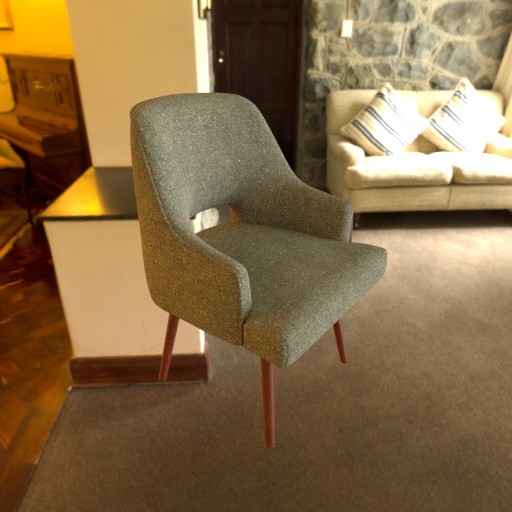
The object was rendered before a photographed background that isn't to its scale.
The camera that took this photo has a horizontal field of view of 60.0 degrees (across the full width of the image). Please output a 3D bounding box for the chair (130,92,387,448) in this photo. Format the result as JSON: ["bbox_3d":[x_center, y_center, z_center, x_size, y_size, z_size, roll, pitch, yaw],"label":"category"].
[{"bbox_3d":[0.000,0.000,1.328,0.629,0.875,0.608,19,32,33],"label":"chair"}]
